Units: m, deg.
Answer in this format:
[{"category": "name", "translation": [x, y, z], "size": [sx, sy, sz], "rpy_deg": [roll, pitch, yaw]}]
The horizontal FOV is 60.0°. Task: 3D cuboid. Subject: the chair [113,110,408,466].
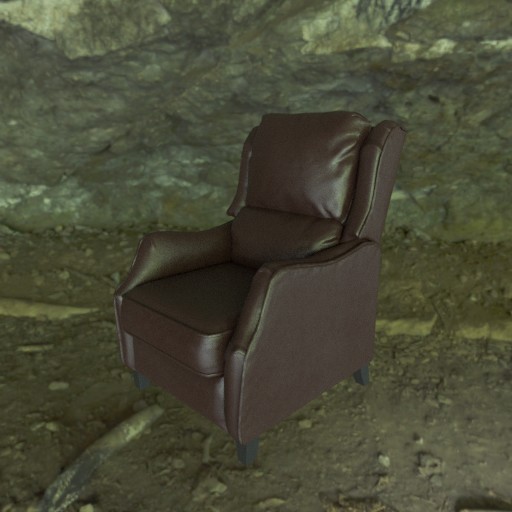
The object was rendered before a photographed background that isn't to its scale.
[{"category": "chair", "translation": [0.000, 0.000, 1.780], "size": [0.770, 1.132, 0.982], "rpy_deg": [14, 21, 43]}]
